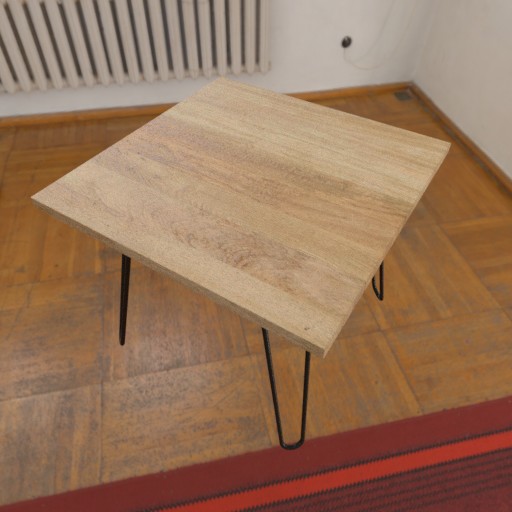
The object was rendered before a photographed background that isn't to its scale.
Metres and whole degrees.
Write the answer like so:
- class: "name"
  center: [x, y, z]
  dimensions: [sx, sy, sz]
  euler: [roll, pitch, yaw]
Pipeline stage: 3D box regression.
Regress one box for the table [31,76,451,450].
- class: "table"
  center: [0.000, 0.000, 1.053]
  dimensions: [0.599, 0.500, 0.599]
  euler: [25, 51, 22]
